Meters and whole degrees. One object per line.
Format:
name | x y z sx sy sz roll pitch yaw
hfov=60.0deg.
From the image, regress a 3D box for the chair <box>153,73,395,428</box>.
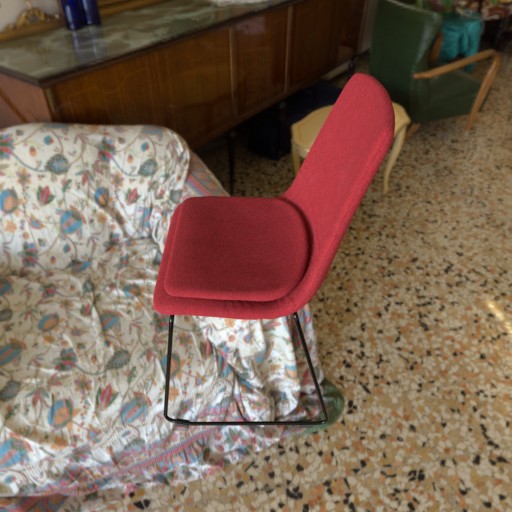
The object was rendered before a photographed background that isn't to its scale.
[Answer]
chair | 0.000 0.000 1.142 0.518 0.858 0.479 0 41 0
